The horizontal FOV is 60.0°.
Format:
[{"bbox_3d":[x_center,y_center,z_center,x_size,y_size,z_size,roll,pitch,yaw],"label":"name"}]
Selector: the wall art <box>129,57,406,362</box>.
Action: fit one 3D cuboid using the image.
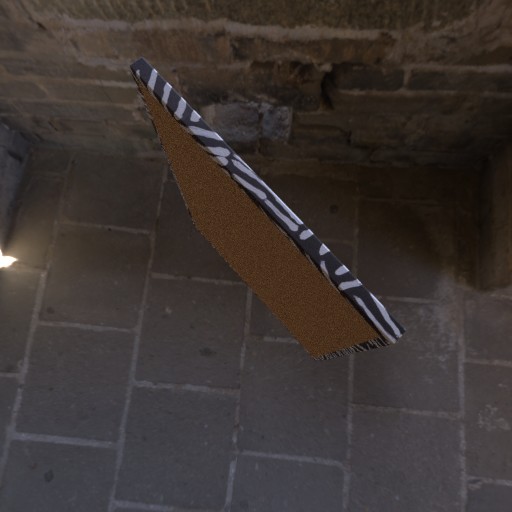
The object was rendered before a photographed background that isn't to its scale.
[{"bbox_3d":[0.000,0.000,1.343,0.038,1.017,0.765,-41,79,-10],"label":"wall art"}]
